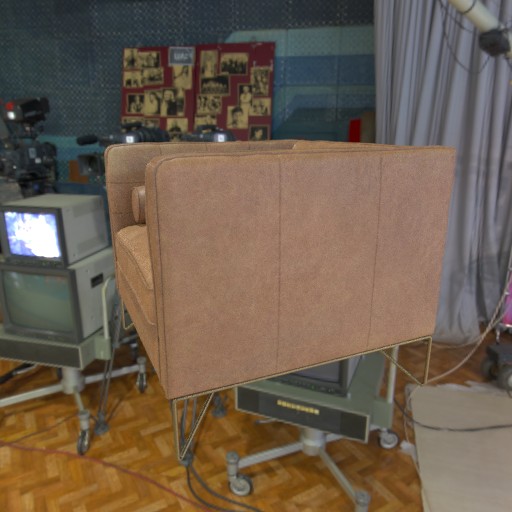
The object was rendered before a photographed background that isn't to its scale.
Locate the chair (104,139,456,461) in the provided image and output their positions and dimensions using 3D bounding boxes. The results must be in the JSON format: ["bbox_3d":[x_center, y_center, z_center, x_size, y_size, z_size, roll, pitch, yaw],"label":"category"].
[{"bbox_3d":[0.000,0.000,1.611,0.912,0.797,0.920,-7,18,-24],"label":"chair"}]
